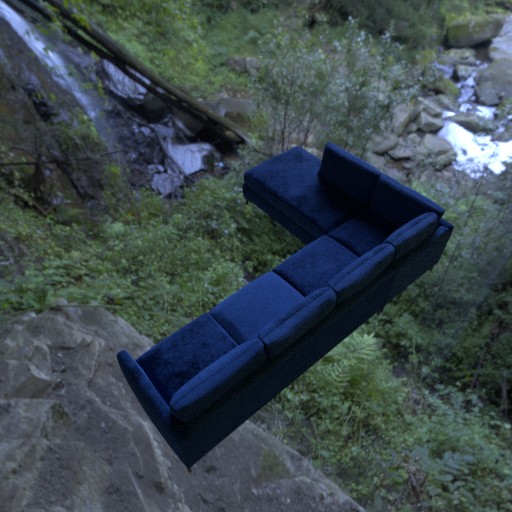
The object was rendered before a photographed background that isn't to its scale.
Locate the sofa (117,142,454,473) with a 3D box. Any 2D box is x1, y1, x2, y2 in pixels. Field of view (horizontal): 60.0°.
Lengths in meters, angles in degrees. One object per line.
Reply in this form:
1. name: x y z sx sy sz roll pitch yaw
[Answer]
1. sofa: 0.000 0.000 3.914 2.949 0.815 2.007 -32 55 -26
